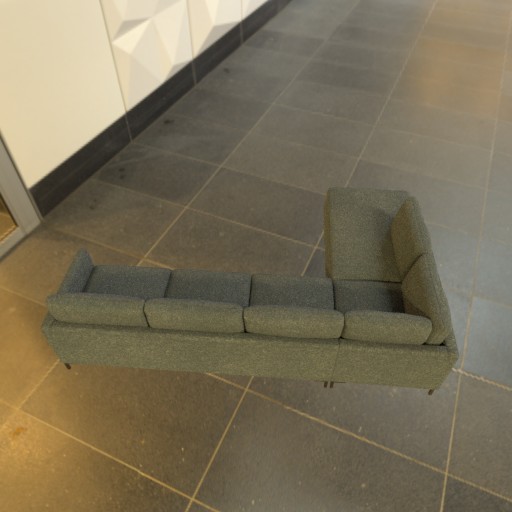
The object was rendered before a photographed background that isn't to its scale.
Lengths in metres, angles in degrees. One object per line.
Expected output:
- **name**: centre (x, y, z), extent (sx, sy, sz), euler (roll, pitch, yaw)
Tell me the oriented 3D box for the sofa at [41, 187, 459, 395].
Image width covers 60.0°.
- **sofa**: centre (0.000, 0.000, 3.848), extent (2.949, 0.815, 2.007), euler (3, 47, 3)
